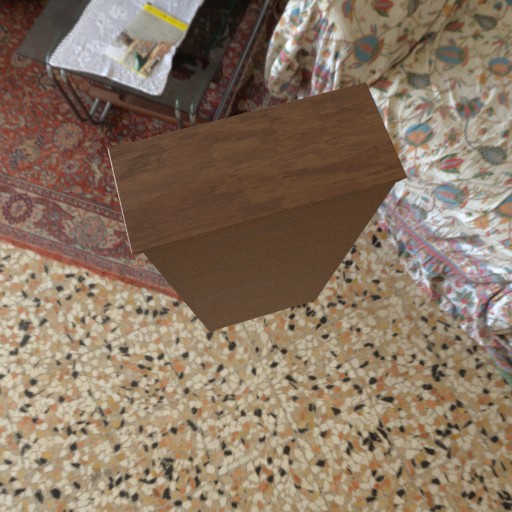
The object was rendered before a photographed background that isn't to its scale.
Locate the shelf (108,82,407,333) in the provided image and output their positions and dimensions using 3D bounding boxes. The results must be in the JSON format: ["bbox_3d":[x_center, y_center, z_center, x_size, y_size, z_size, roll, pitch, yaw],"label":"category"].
[{"bbox_3d":[0.000,0.000,2.193,0.805,1.905,0.335,-16,74,-5],"label":"shelf"}]
